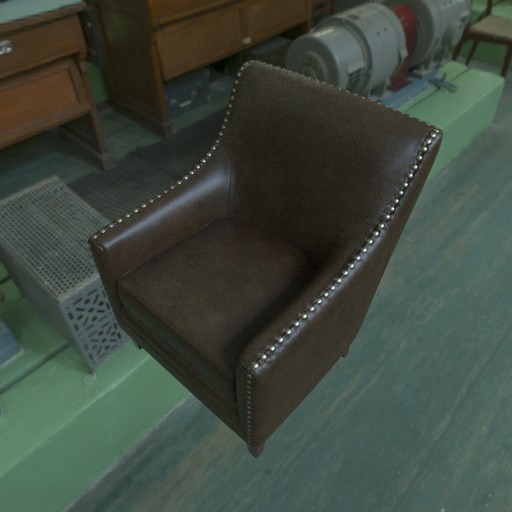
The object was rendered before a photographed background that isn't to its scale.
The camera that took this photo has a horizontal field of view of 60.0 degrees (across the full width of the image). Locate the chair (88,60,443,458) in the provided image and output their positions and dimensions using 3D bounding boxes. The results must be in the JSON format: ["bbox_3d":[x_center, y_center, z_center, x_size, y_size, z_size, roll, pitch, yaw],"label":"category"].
[{"bbox_3d":[0.000,0.000,1.307,0.639,0.813,0.704,33,54,28],"label":"chair"}]
